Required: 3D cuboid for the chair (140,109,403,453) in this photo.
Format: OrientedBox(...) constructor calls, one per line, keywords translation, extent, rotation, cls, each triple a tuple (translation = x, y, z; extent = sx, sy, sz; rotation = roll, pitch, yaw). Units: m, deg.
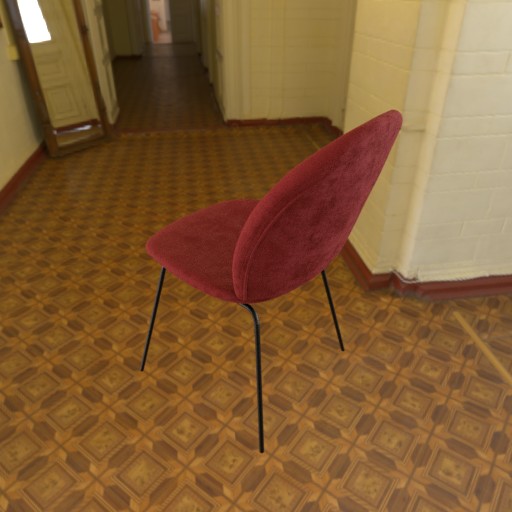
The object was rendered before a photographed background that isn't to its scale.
OrientedBox(translation=(0.000, 0.000, 1.142), extent=(0.587, 0.791, 0.458), rotation=(21, 37, 30), cls="chair")
